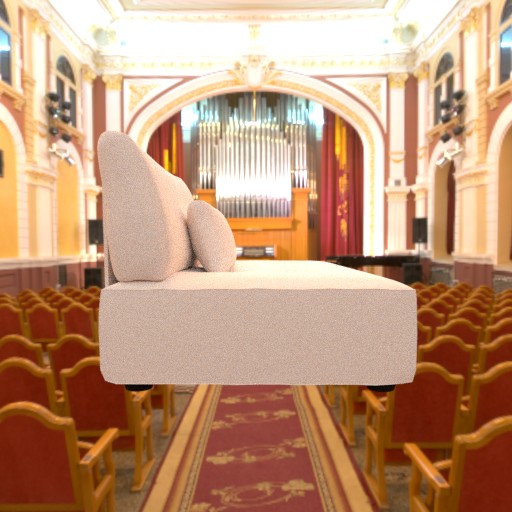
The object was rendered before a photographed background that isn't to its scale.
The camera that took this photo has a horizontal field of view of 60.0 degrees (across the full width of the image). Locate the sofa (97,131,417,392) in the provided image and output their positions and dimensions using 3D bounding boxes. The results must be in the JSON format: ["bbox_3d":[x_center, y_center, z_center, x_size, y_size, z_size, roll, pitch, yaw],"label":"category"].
[{"bbox_3d":[0.000,0.000,2.080,1.000,0.820,1.450,0,2,0],"label":"sofa"}]
